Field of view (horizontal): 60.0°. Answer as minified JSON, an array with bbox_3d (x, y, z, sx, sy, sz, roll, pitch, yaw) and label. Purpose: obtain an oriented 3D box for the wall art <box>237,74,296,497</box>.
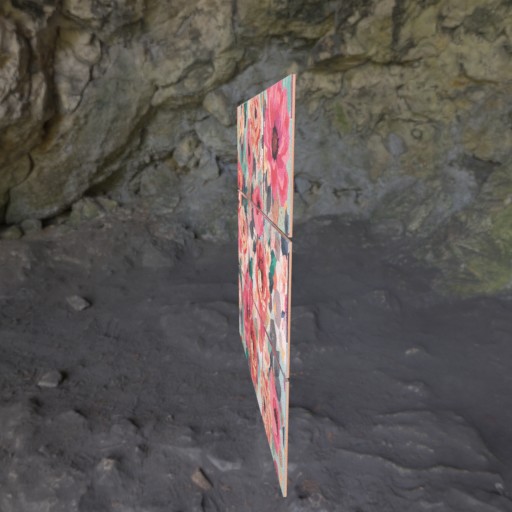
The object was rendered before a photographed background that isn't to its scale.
[{"bbox_3d":[0.000,0.000,2.237,0.013,1.519,1.521,-2,15,-8],"label":"wall art"}]
